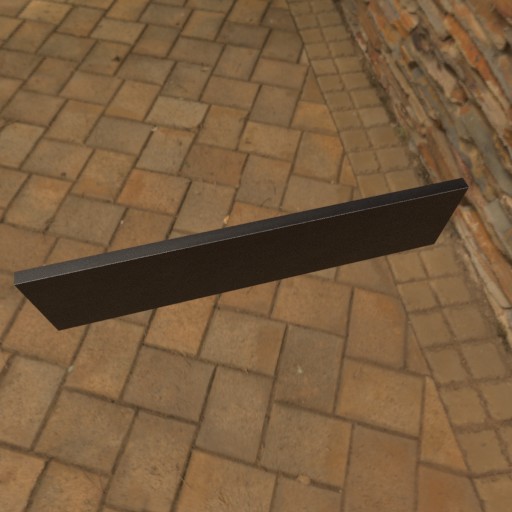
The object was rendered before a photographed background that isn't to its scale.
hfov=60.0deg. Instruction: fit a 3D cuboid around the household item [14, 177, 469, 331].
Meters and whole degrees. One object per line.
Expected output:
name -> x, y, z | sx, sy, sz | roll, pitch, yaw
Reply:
household item -> 0.000, 0.000, 1.054 | 1.001, 0.236, 0.030 | -12, 59, -8
